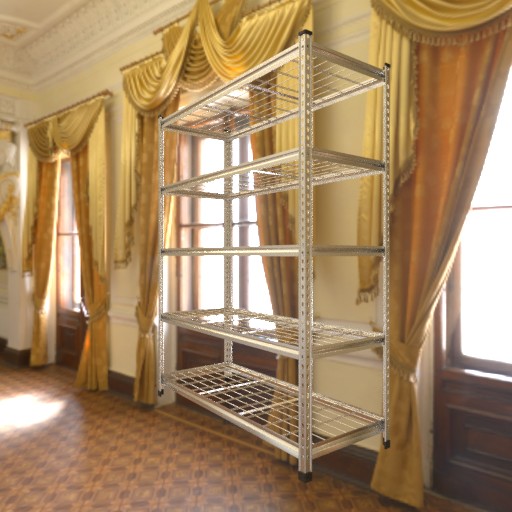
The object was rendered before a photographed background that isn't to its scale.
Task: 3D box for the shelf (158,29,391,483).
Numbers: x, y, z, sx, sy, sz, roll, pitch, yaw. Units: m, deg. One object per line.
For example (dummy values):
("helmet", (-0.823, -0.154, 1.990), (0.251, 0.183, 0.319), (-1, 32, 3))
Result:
("shelf", (0.000, 0.000, 2.721), (0.610, 1.981, 1.524), (0, 0, -37))
